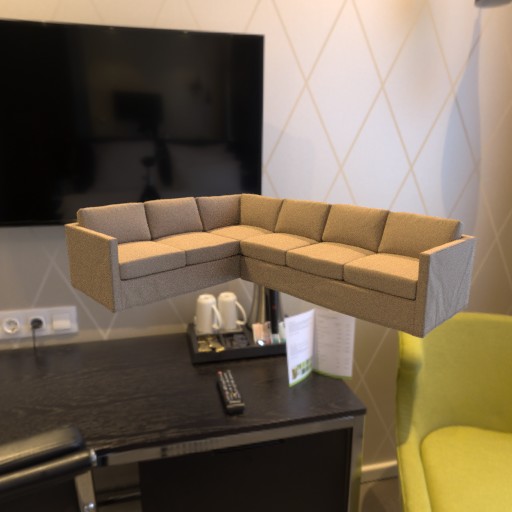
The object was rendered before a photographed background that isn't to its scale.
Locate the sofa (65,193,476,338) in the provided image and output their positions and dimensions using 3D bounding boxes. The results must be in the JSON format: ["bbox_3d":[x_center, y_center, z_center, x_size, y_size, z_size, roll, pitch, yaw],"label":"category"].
[{"bbox_3d":[0.000,0.000,4.298,2.432,0.871,3.182,-13,19,-42],"label":"sofa"}]
